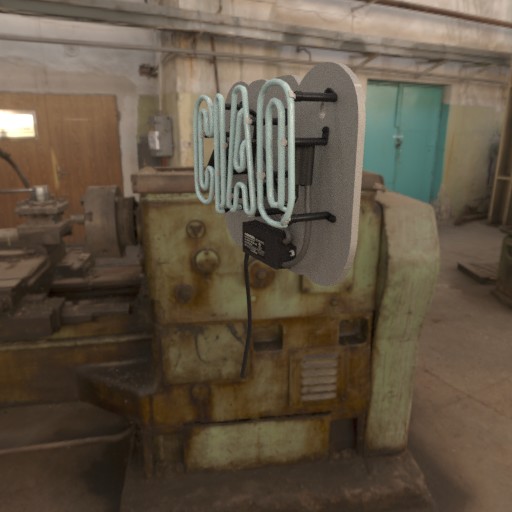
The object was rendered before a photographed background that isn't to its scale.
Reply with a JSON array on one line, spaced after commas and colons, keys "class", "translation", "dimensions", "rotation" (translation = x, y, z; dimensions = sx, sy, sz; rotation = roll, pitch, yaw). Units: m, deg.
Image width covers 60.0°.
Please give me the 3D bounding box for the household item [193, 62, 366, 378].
[{"class": "household item", "translation": [0.000, 0.000, 0.381], "dimensions": [0.042, 0.294, 0.211], "rotation": [-8, 18, -26]}]
